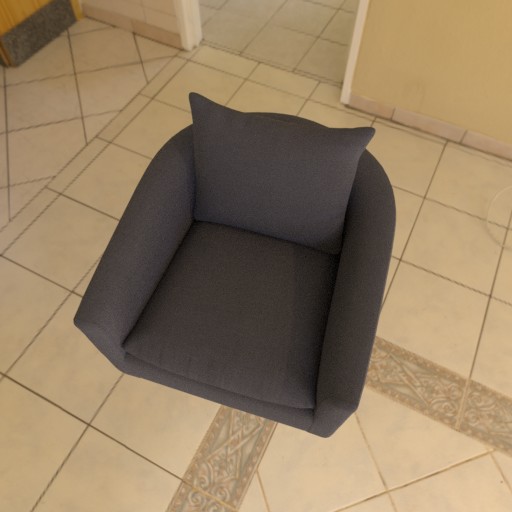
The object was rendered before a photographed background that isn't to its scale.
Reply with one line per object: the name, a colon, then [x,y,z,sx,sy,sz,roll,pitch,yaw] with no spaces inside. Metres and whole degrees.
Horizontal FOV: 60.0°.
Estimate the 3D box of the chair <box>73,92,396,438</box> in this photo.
chair: [0.000,0.000,1.546,0.845,0.848,0.910,15,60,9]
